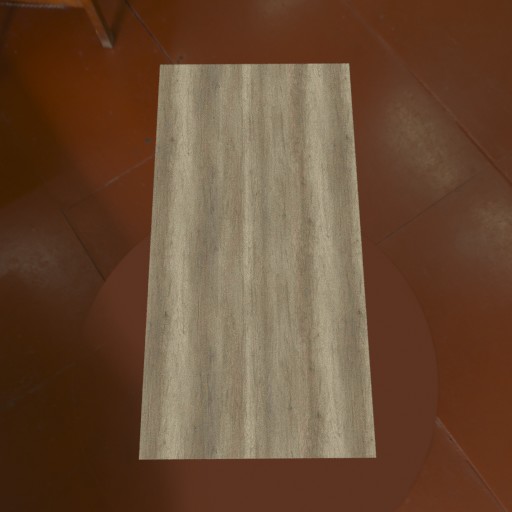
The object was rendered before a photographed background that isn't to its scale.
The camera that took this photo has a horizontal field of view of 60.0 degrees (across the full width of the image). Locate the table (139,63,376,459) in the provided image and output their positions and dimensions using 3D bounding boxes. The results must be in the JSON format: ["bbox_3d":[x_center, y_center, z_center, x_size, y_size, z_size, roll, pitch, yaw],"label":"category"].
[{"bbox_3d":[0.000,0.000,1.697,0.700,0.460,1.350,0,76,0],"label":"table"}]
